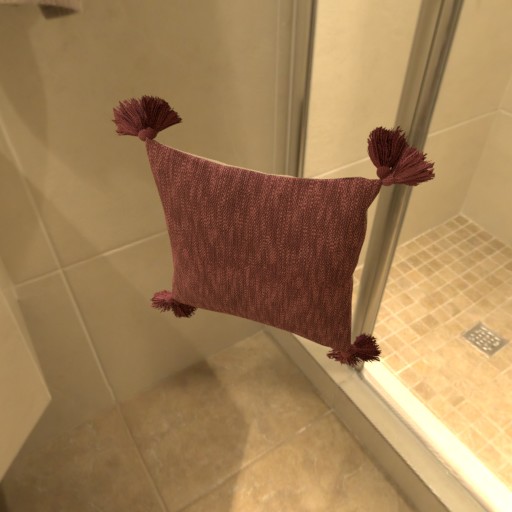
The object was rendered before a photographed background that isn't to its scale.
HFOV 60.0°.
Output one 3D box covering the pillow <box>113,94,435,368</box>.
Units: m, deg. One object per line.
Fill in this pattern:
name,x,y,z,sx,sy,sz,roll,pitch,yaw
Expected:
pillow,0.000,0.000,0.987,0.641,0.659,0.138,14,43,15
